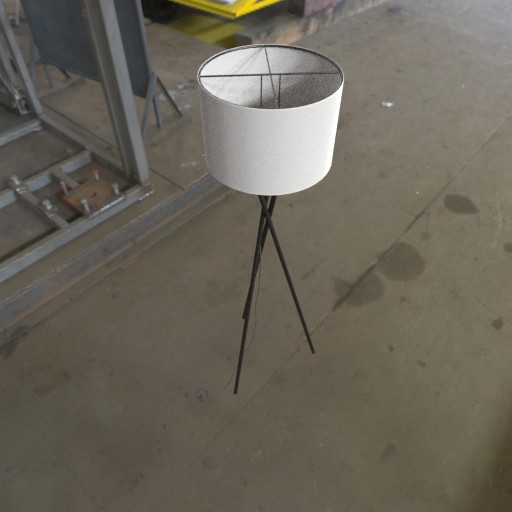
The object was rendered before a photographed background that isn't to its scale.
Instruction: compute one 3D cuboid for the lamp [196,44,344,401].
[{"bbox_3d":[0.000,0.000,1.914,0.667,1.624,0.522,-3,47,-3],"label":"lamp"}]
